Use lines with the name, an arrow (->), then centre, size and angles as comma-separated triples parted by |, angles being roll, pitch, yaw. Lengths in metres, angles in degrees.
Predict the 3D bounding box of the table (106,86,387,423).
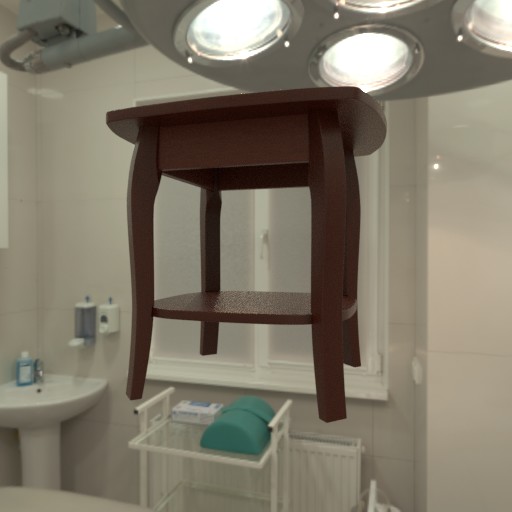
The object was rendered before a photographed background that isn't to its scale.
table -> 0.000, 0.000, 0.890 | 0.502, 0.496, 0.433 | 0, 1, 17
